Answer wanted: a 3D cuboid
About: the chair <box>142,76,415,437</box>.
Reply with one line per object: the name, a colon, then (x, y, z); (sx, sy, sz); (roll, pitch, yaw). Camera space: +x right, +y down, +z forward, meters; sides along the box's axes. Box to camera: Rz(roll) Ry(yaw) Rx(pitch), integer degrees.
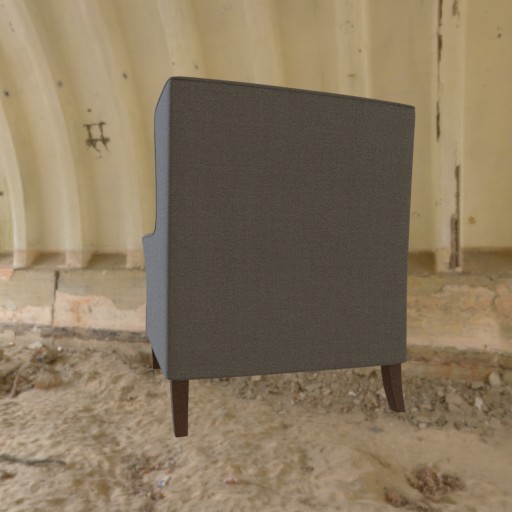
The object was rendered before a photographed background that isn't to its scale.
chair: (0.000, 0.000, 1.821); (0.866, 1.056, 1.040); (0, -1, -17)
